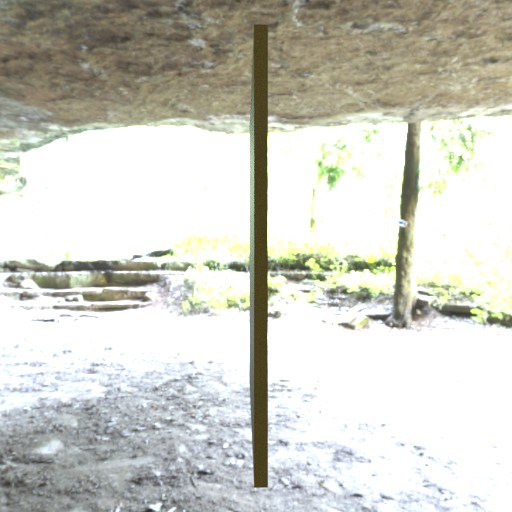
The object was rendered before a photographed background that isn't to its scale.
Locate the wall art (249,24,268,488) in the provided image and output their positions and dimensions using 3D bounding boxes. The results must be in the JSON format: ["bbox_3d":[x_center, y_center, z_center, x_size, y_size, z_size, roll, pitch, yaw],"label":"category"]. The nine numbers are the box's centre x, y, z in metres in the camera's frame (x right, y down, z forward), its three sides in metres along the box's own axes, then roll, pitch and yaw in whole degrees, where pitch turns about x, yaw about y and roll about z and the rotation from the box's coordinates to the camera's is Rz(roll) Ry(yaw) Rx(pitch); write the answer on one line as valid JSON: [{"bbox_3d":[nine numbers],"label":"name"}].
[{"bbox_3d":[0.000,0.000,1.358,0.030,1.002,0.798,0,0,-2],"label":"wall art"}]
